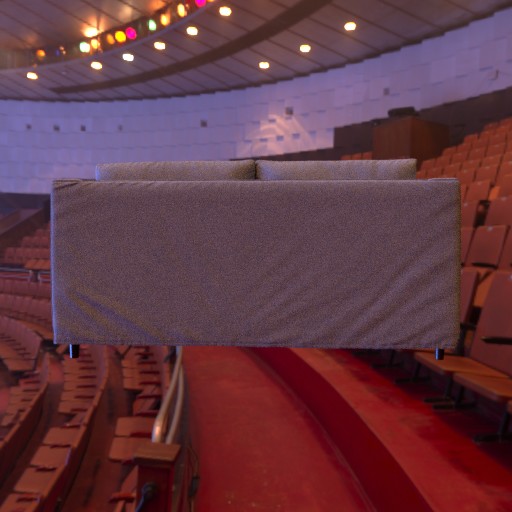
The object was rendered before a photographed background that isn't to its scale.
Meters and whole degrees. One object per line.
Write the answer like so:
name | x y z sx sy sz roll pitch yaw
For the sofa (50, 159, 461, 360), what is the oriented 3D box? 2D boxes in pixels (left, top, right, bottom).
sofa | 0.000 0.000 2.651 2.010 1.018 1.072 0 0 1
